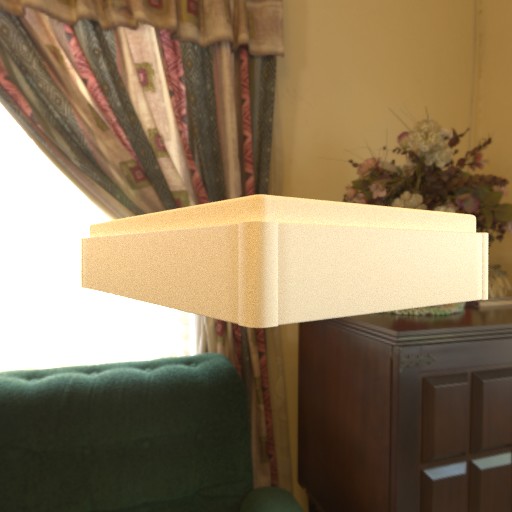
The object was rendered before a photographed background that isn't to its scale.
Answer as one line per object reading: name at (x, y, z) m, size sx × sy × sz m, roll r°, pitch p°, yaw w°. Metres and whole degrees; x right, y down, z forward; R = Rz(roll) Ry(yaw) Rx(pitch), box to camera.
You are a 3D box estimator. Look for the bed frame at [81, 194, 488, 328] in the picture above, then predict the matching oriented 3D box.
bed frame at (0.000, 0.000, 2.469) m, size 1.400 × 0.406 × 1.900 m, roll 0°, pitch 1°, yaw -36°
